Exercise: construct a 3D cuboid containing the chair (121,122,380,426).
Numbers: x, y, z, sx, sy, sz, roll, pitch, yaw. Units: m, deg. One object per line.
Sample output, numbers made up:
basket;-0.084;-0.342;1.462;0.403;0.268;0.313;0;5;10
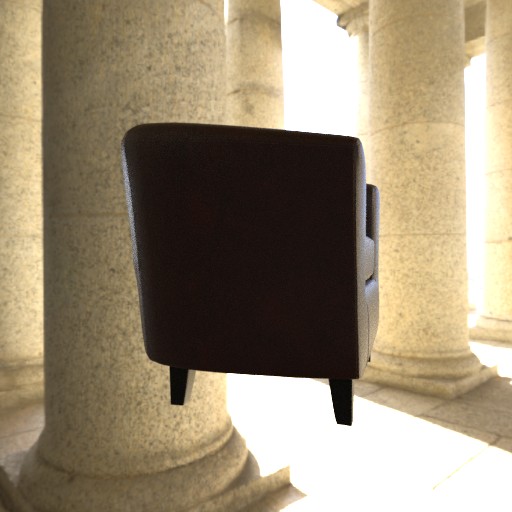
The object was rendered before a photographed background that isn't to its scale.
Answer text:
chair;0.000;0.000;1.399;0.727;0.756;0.792;0;0;18
